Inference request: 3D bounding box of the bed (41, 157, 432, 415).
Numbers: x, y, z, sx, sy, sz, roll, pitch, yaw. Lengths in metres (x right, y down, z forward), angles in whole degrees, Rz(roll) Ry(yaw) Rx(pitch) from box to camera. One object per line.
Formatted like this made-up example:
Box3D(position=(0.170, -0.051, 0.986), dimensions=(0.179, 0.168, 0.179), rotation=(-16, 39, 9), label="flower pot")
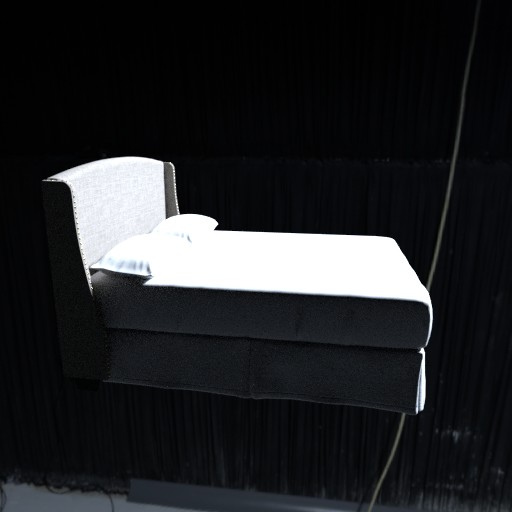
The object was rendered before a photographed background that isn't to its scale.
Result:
Box3D(position=(0.000, 0.000, 3.288), dimensions=(2.237, 1.407, 1.710), rotation=(2, 16, 9), label="bed")
